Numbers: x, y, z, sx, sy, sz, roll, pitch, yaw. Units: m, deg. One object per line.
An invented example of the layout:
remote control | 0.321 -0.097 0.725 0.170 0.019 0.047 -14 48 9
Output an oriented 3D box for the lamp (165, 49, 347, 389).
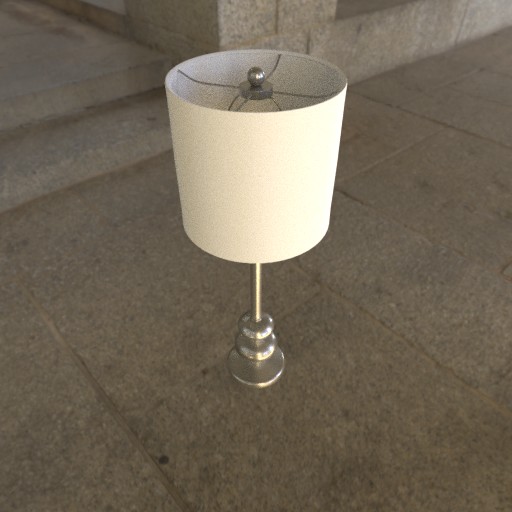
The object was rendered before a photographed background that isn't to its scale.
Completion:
lamp | 0.000 0.000 0.839 0.254 0.690 0.254 13 42 14
